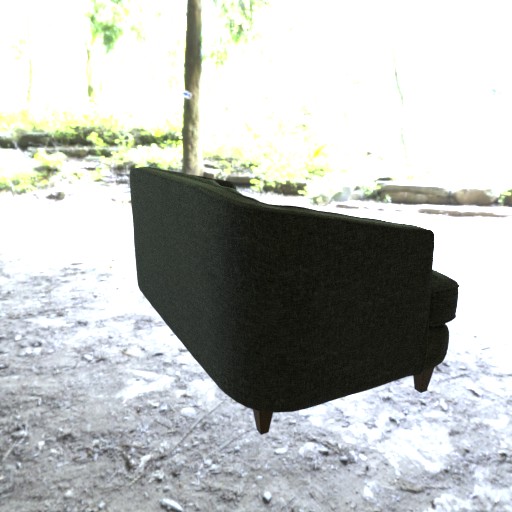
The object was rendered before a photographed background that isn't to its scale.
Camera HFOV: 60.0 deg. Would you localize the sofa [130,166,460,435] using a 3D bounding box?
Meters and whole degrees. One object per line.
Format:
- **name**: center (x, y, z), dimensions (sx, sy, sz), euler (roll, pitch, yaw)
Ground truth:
- **sofa**: center (0.000, 0.000, 2.233), dimensions (0.941, 0.855, 1.733), euler (-8, 18, -27)
